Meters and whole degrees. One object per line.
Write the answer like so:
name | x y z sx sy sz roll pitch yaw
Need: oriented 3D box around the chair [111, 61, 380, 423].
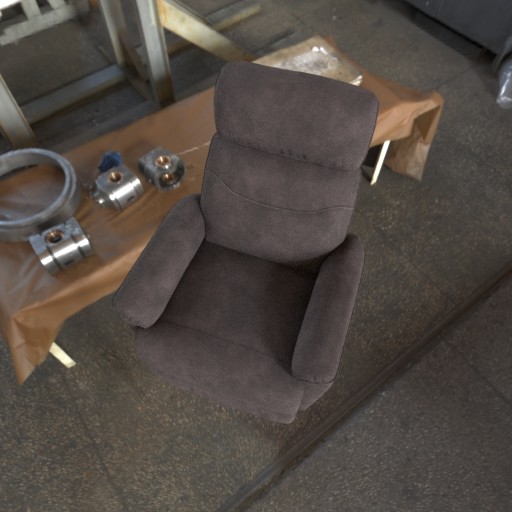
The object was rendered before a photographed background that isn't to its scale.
chair | 0.000 0.000 1.745 0.830 1.035 1.009 17 60 10
